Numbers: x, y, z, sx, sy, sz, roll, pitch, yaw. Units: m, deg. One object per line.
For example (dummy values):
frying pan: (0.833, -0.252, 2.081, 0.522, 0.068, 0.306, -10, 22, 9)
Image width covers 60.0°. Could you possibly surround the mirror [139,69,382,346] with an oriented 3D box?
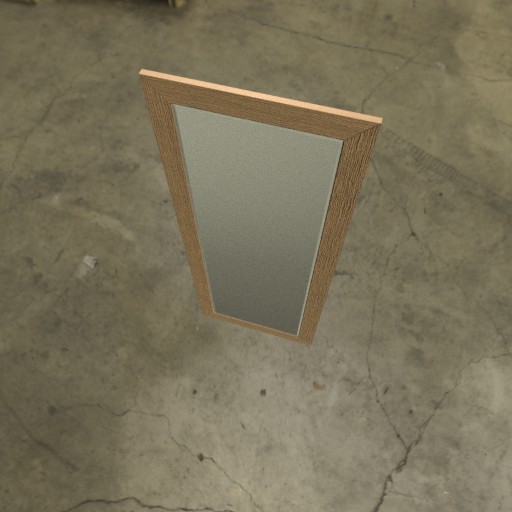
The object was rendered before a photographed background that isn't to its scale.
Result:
mirror: (0.000, 0.000, 2.302, 0.812, 2.031, 0.026, 15, 60, 9)
